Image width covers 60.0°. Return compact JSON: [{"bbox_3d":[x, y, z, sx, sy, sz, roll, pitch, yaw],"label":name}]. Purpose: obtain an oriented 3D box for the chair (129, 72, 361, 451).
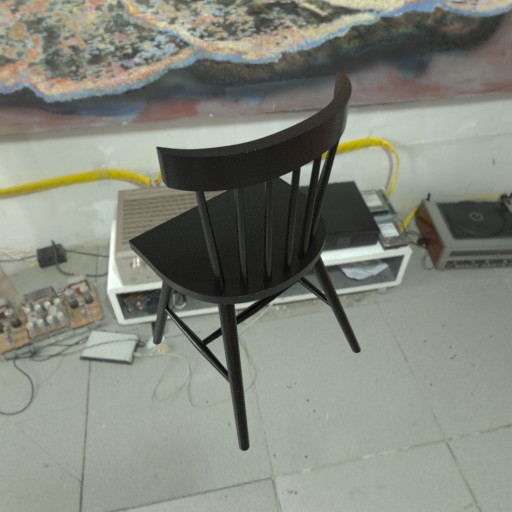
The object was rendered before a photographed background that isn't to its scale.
[{"bbox_3d":[0.000,0.000,1.160,0.506,0.844,0.483,-32,54,-27],"label":"chair"}]
